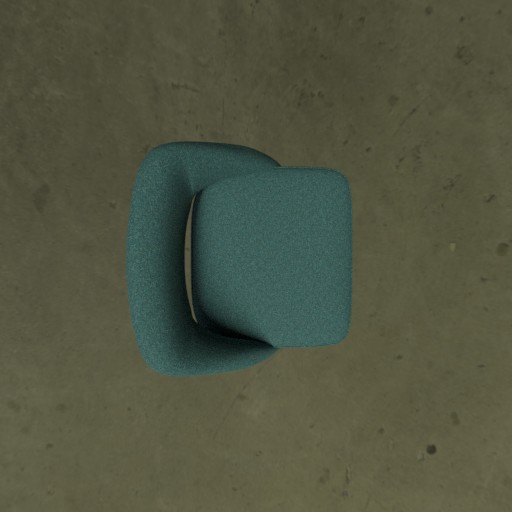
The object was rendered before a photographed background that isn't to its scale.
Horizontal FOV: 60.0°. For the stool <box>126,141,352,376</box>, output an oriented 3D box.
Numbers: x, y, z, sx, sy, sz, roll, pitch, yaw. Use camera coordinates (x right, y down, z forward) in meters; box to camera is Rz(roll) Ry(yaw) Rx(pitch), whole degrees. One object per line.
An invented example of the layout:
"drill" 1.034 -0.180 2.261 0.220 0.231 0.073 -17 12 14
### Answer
"stool" 0.000 0.000 1.333 0.522 1.032 0.536 0 91 -2
